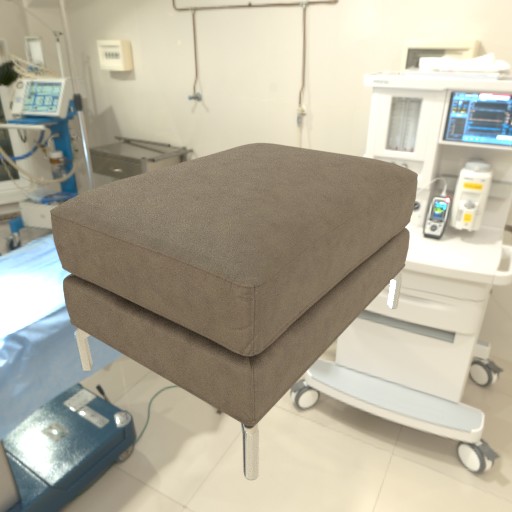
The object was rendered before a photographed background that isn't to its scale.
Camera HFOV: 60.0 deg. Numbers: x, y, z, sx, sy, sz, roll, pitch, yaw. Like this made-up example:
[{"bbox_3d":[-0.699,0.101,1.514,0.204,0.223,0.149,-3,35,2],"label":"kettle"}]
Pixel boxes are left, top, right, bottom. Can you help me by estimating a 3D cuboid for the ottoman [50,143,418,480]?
[{"bbox_3d":[0.000,0.000,1.062,0.520,0.456,0.719,18,31,32],"label":"ottoman"}]
